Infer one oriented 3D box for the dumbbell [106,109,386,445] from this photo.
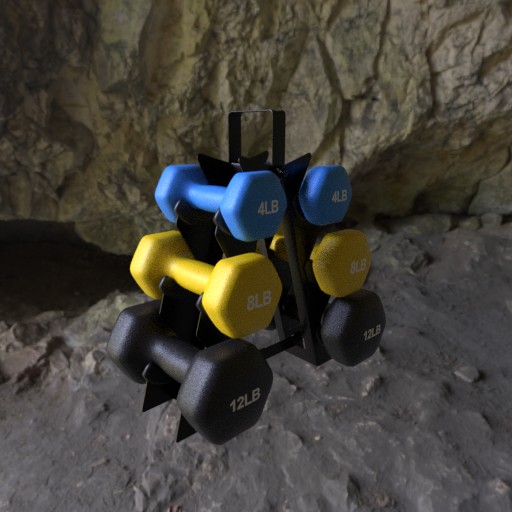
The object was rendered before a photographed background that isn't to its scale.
[{"bbox_3d":[0.000,0.000,0.683,0.409,0.426,0.255,-14,21,-41],"label":"dumbbell"}]
